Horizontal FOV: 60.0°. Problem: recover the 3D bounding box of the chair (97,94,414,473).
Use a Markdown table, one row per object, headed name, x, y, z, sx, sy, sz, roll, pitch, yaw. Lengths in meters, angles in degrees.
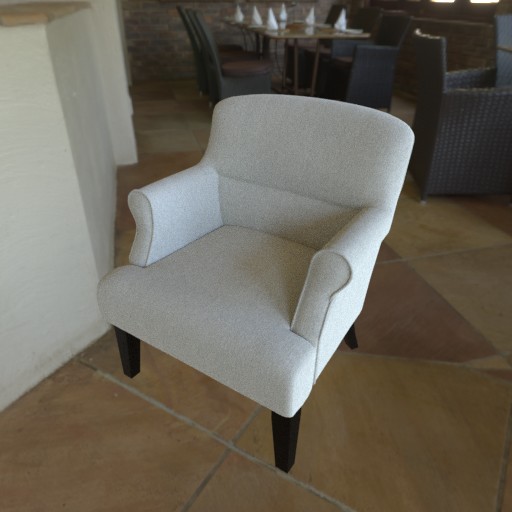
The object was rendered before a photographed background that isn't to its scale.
| name | x | y | z | sx | sy | sz | roll | pitch | yaw |
| --- | --- | --- | --- | --- | --- | --- | --- | --- | --- |
| chair | 0.000 | 0.000 | 1.438 | 0.781 | 0.875 | 0.750 | 19 | 36 | 29 |
